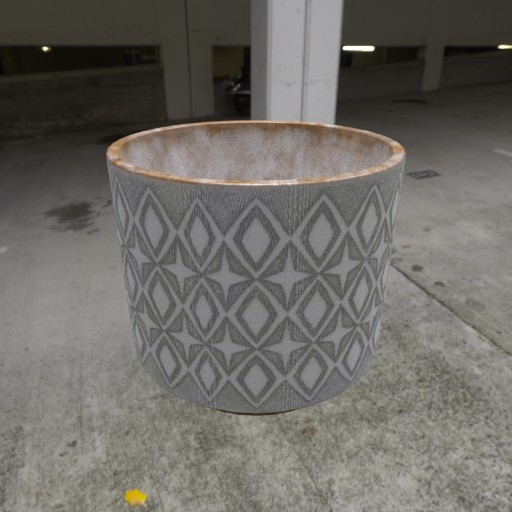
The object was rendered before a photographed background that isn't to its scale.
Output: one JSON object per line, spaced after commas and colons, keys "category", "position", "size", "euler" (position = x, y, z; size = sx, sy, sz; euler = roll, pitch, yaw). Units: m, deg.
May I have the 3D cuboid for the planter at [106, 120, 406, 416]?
{"category": "planter", "position": [0.000, 0.000, 0.441], "size": [0.255, 0.223, 0.255], "euler": [0, 26, 0]}
